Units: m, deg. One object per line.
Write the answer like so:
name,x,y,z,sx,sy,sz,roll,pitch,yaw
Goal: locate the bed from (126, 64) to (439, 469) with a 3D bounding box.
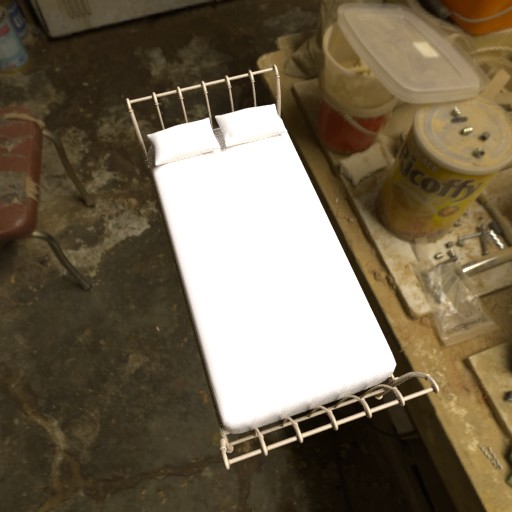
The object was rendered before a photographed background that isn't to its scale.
bed,0.000,0.000,2.767,1.032,0.873,2.228,-16,64,-8
